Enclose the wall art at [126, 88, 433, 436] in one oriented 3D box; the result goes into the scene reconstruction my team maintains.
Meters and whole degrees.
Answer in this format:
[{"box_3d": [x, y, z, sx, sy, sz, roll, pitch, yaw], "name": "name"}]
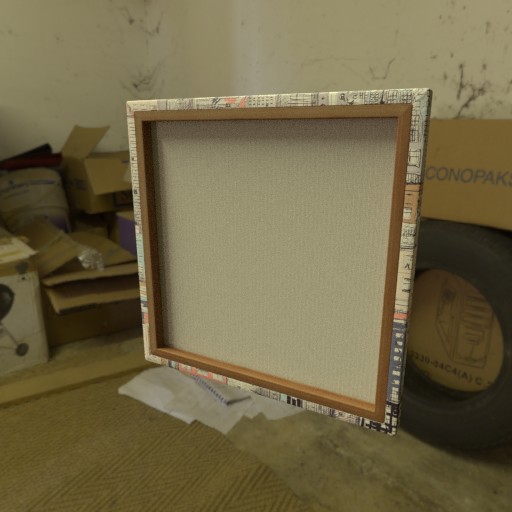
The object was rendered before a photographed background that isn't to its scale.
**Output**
[{"box_3d": [0.000, 0.000, 0.894, 0.607, 0.608, 0.038, 8, 18, 27], "name": "wall art"}]
